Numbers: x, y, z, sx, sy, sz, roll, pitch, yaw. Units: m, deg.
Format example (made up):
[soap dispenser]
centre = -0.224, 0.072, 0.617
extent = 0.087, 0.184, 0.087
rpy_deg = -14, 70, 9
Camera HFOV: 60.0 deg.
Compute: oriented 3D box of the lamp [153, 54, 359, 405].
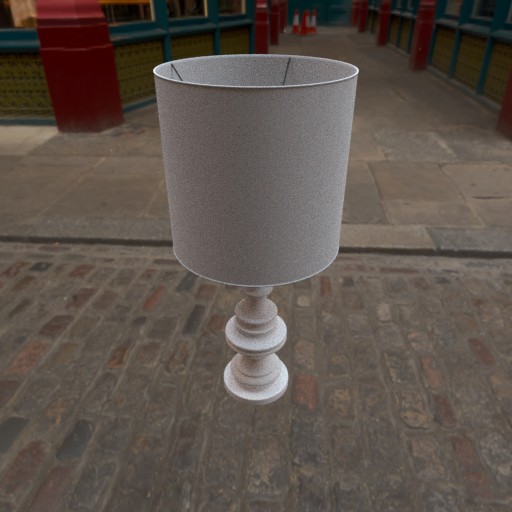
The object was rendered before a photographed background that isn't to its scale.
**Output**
[lamp]
centre = 0.000, 0.000, 0.576
extent = 0.208, 0.455, 0.208
rpy_deg = 2, 31, 3
